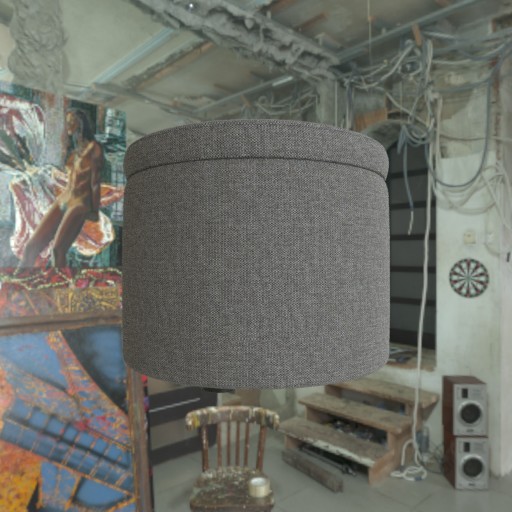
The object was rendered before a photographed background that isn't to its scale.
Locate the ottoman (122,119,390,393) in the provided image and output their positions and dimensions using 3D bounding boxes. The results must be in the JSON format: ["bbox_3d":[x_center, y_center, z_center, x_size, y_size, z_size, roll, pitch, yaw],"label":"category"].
[{"bbox_3d":[0.000,0.000,0.900,0.520,0.430,0.520,0,-1,0],"label":"ottoman"}]
